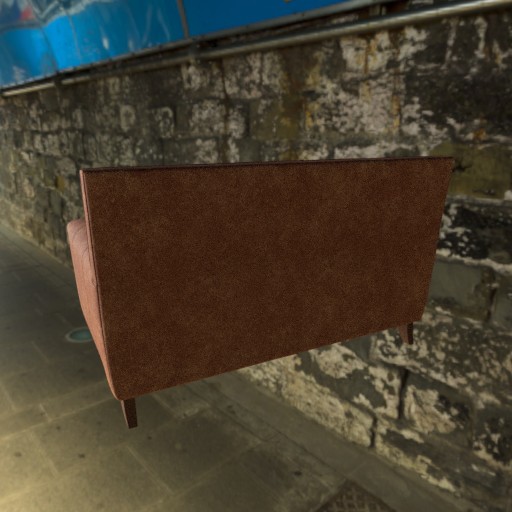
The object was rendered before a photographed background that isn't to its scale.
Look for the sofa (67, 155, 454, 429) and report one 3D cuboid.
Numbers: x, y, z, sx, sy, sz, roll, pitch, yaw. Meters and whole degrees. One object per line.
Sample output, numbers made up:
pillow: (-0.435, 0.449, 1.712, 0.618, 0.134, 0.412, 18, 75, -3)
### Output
sofa: (0.000, 0.000, 1.967, 1.473, 0.871, 0.787, -8, 18, -27)
